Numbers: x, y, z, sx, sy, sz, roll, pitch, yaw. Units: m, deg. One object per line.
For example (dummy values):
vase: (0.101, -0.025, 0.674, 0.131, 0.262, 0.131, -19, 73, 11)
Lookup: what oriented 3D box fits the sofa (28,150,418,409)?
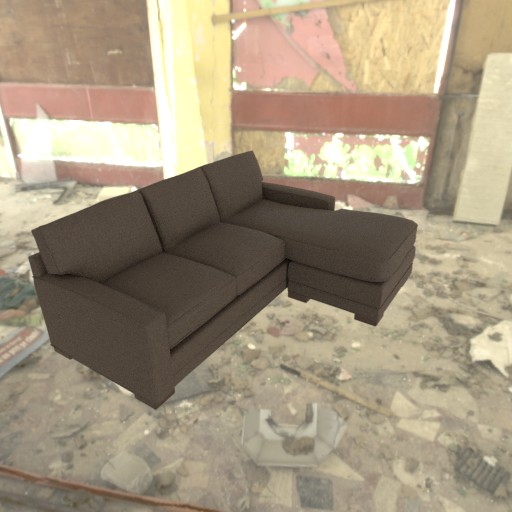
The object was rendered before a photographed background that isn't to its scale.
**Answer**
sofa: (0.000, 0.000, 3.241, 1.790, 0.973, 2.370, 17, 31, 29)
